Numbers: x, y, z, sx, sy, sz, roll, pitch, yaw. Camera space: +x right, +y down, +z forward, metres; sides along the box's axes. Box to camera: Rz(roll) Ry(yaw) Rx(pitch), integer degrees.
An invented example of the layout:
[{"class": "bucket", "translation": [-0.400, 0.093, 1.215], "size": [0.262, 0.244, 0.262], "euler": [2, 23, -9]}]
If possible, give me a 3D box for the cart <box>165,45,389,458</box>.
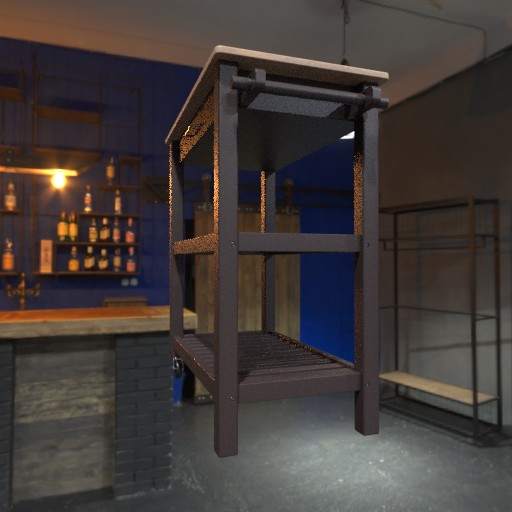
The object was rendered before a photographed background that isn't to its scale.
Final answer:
[{"class": "cart", "translation": [0.000, 0.000, 1.417], "size": [0.457, 0.927, 0.899], "euler": [0, -1, -19]}]
